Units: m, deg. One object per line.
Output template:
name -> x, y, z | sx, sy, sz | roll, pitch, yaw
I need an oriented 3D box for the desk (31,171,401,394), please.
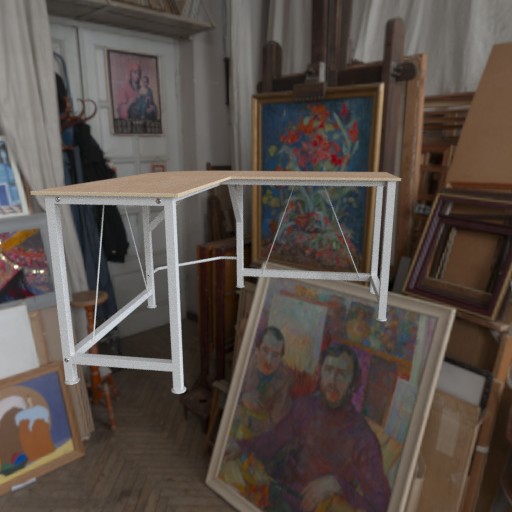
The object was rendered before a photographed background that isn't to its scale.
desk -> 0.000, 0.000, 2.227 | 1.400, 0.762, 1.400 | 2, 14, 8
